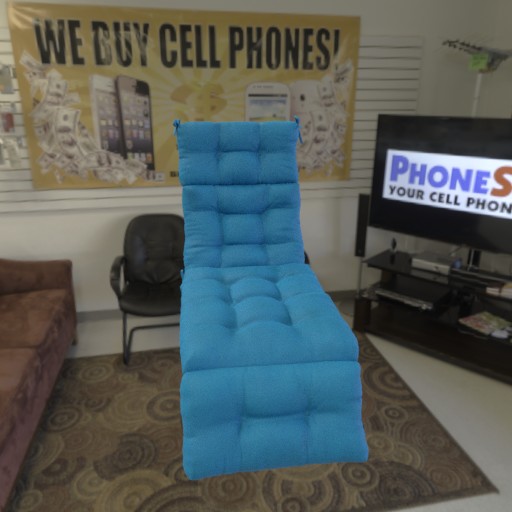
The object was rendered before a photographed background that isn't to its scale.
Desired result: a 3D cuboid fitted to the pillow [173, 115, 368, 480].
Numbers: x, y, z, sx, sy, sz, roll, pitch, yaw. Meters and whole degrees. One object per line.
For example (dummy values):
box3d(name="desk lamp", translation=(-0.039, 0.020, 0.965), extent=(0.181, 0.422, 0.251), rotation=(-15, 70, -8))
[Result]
box3d(name="pillow", translation=(0.000, 0.000, 1.465), extent=(0.526, 0.863, 1.016), rotation=(-3, 19, -7))
